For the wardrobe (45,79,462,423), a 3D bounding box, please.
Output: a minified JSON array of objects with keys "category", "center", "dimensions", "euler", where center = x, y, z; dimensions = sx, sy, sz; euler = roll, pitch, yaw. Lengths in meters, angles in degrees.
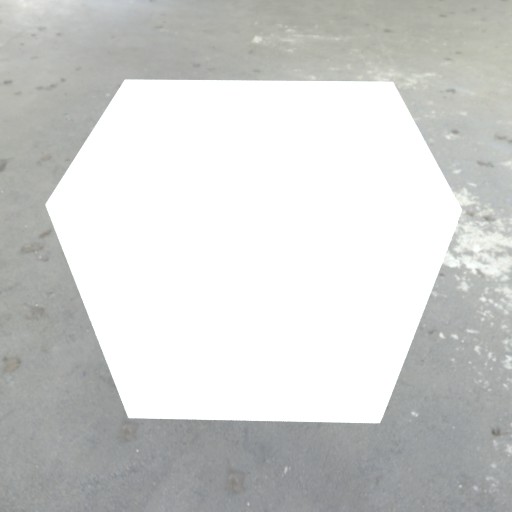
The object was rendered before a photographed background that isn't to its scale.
[{"category":"wardrobe","center":[0.000,0.000,0.852],"dimensions":[0.500,0.520,0.400],"euler":[1,42,1]}]
